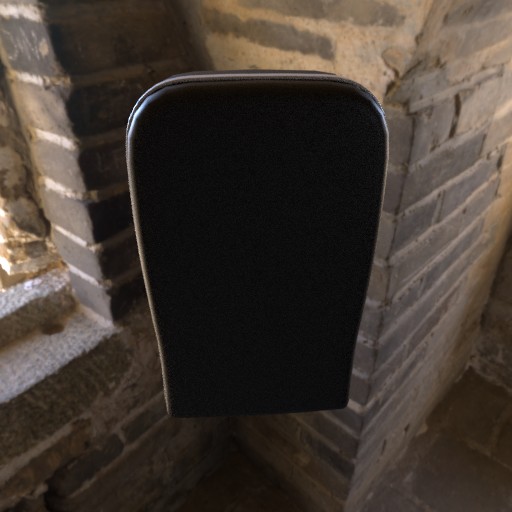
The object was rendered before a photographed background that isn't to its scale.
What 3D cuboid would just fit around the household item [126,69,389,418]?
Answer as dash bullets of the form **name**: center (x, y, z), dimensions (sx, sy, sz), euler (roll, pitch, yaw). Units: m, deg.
- **household item**: center (0.000, 0.000, 0.146), dimensions (0.070, 0.114, 0.038), euler (-2, 30, -3)
